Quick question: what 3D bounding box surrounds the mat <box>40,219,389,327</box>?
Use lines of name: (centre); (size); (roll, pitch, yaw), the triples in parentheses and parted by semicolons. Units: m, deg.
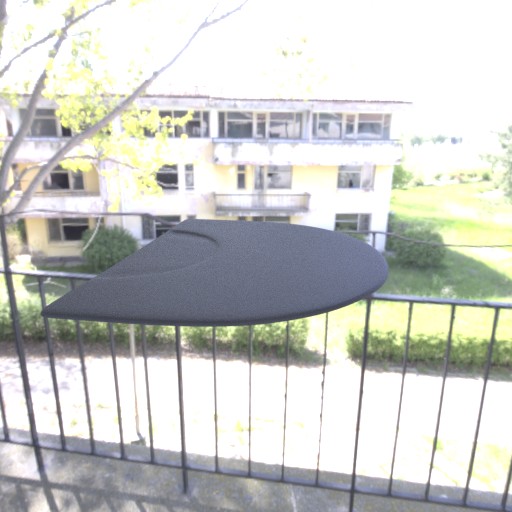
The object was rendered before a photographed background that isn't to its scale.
mat: (0.000, 0.000, 1.601); (0.917, 0.016, 1.220); (3, 16, 9)
